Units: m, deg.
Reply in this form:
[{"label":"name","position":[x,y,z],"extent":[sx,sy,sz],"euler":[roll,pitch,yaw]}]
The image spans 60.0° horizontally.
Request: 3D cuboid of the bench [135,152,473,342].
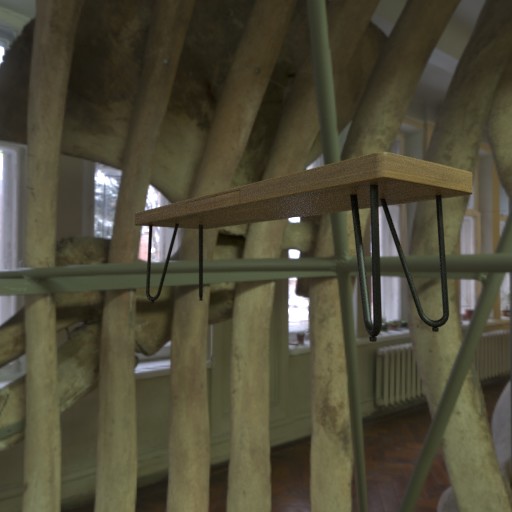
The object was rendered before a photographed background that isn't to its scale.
[{"label":"bench","position":[0.000,0.000,1.783],"extent":[0.425,0.462,1.570],"euler":[1,-1,-36]}]
